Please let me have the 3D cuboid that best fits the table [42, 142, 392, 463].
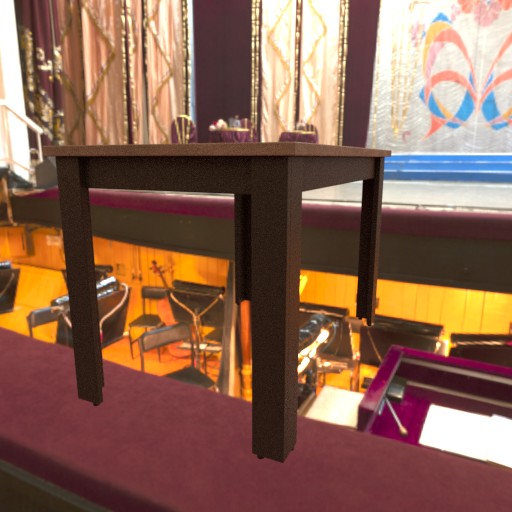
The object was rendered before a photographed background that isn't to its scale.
[{"bbox_3d":[0.000,0.000,1.559,0.700,0.734,1.100,6,14,25],"label":"table"}]
